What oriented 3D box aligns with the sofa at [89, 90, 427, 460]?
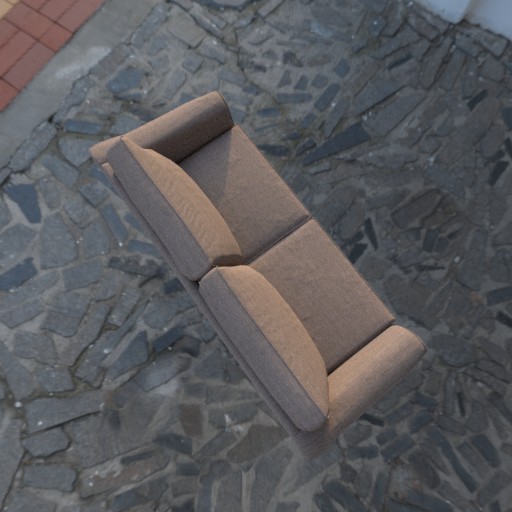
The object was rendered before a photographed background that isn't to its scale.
[{"bbox_3d":[0.000,0.000,2.886,0.980,0.965,2.270,-36,79,-8],"label":"sofa"}]
